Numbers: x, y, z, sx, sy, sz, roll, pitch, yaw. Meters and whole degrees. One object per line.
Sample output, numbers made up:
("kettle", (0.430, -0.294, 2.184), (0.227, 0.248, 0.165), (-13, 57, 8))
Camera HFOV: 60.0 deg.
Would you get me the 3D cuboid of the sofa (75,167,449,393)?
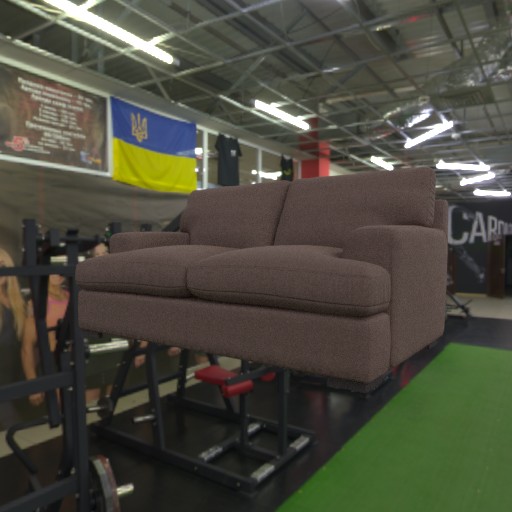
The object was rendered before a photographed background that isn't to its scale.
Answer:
("sofa", (0.000, 0.000, 2.506), (1.869, 0.950, 1.140), (1, 2, 36))
